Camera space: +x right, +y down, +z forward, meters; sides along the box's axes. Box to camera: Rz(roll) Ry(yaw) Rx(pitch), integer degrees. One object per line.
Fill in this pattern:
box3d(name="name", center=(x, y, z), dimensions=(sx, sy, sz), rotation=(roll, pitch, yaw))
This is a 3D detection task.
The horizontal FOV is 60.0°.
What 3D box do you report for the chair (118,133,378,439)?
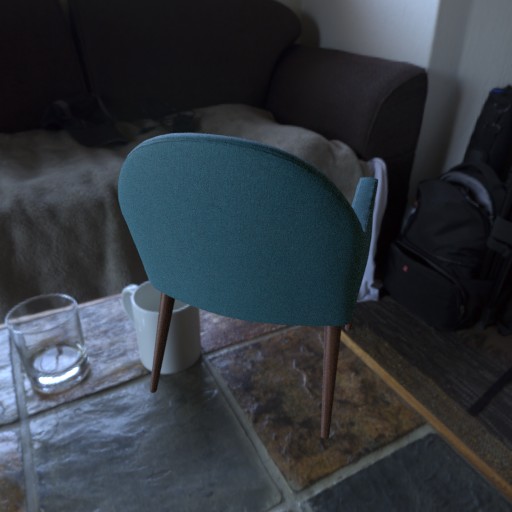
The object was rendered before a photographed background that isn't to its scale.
box3d(name="chair", center=(0.000, 0.000, 1.354), dimensions=(0.656, 0.907, 0.652), rotation=(9, 32, 15))
